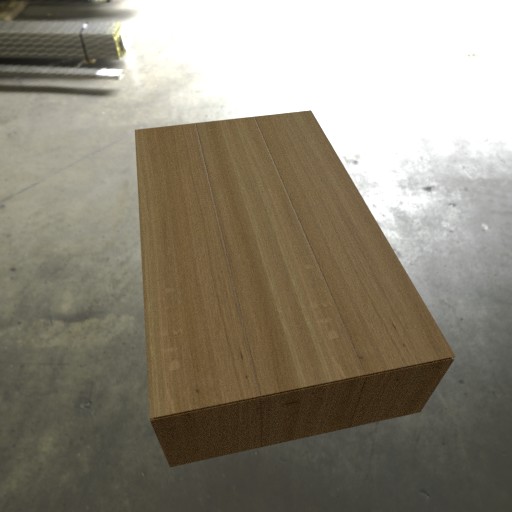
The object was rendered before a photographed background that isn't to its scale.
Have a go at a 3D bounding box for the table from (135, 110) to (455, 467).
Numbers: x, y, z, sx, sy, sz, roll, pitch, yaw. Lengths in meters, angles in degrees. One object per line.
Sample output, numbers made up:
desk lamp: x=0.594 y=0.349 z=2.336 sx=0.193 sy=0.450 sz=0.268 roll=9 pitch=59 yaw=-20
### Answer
table: x=0.000 y=0.000 z=1.441 sx=0.678 sy=0.353 sz=1.110 roll=-9 pitch=48 yaw=-8
